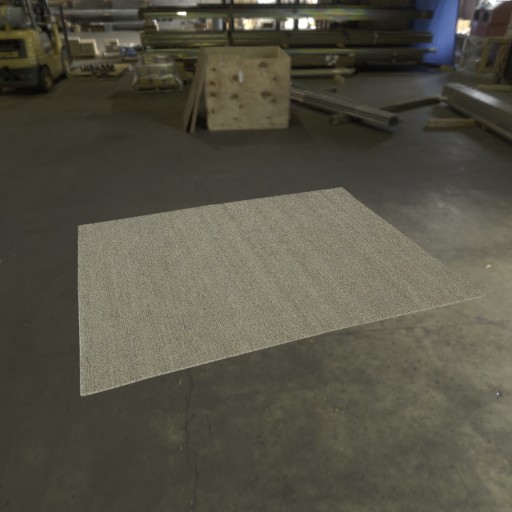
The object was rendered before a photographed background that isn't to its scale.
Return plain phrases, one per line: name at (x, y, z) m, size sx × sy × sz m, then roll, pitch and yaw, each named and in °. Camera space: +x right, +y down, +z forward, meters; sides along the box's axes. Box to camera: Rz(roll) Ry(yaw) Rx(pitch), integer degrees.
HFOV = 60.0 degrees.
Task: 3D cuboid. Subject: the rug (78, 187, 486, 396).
rug at (0.000, 0.000, 4.765) m, size 3.626 × 0.051 × 2.757 m, roll -10°, pitch 33°, yaw -16°
